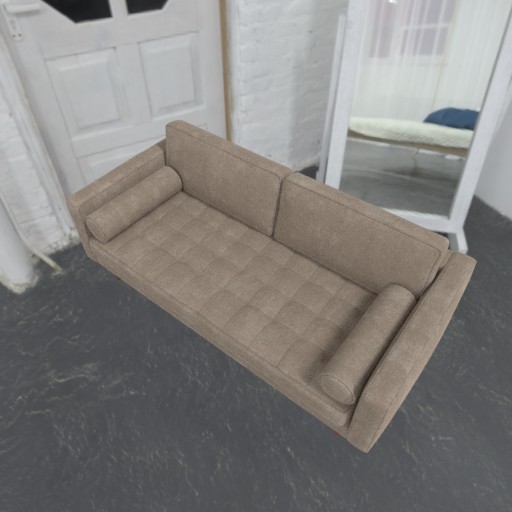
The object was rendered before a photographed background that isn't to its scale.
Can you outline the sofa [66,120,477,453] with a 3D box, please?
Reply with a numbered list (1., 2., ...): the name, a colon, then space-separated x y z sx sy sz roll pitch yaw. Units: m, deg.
1. sofa: 0.000 0.000 2.275 1.883 0.769 0.920 30 54 25
